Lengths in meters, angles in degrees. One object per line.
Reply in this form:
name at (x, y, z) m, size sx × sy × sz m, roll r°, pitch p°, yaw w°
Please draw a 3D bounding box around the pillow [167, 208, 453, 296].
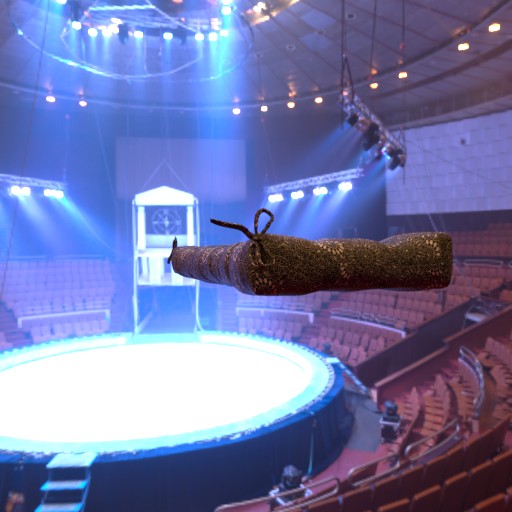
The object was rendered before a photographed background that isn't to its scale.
pillow at (0.000, 0.000, 1.365) m, size 0.511 × 0.174 × 1.194 m, roll 0°, pitch 0°, yaw -18°
